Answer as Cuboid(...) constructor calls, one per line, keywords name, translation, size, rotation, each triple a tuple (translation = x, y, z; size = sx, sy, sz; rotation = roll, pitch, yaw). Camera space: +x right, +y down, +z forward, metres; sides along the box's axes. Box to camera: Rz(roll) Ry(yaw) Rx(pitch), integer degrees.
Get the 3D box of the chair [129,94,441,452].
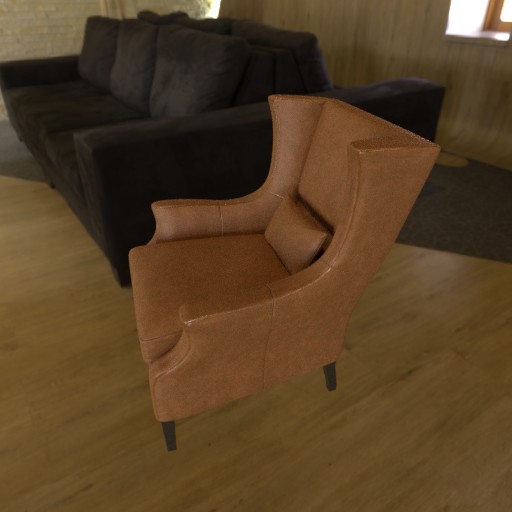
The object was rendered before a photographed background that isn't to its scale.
Cuboid(name="chair", translation=(0.000, 0.000, 1.673), size=(0.925, 1.016, 0.852), rotation=(-9, 32, -15))
